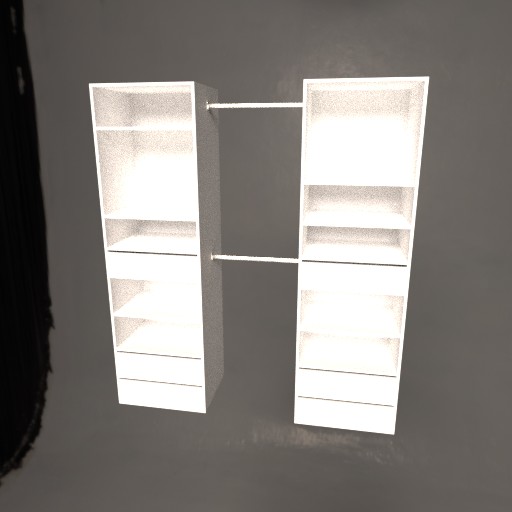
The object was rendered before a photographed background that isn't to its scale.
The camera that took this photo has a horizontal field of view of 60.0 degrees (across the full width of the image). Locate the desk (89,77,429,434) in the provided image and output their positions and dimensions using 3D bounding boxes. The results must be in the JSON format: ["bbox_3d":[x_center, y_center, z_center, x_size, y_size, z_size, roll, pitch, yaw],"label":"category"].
[{"bbox_3d":[0.000,0.000,2.769,1.770,2.000,0.480,3,16,10],"label":"desk"}]
